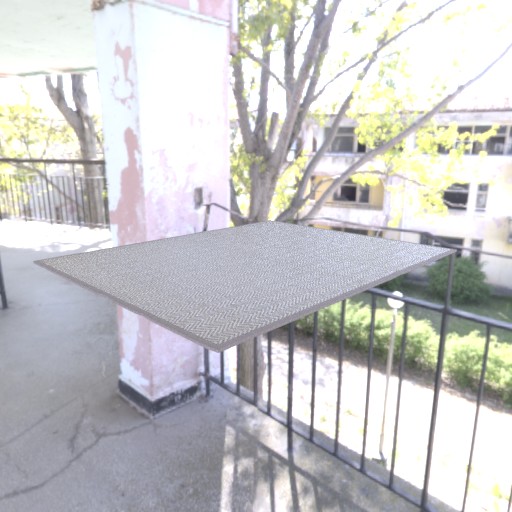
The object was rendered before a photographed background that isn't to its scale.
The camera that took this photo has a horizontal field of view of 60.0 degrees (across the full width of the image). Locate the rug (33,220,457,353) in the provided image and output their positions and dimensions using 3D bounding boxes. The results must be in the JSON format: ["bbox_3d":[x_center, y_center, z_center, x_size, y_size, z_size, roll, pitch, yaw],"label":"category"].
[{"bbox_3d":[0.000,0.000,4.012,2.434,0.032,3.007,14,19,43],"label":"rug"}]
